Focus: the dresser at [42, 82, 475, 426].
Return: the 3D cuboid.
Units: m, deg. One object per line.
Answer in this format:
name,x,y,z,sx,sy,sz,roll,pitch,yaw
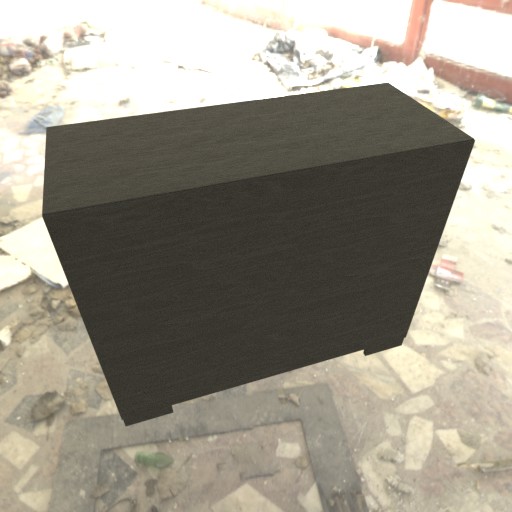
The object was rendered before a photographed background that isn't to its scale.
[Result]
dresser,0.000,0.000,1.374,0.994,0.816,0.404,-12,43,-14
